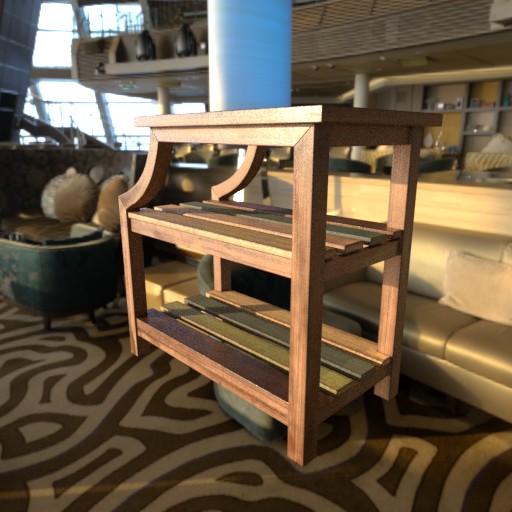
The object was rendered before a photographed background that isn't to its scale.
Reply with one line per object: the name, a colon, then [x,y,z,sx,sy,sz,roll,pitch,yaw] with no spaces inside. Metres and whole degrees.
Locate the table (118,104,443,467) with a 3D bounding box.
table: [0.000,0.000,0.971,0.356,0.584,0.609,-14,21,-42]
